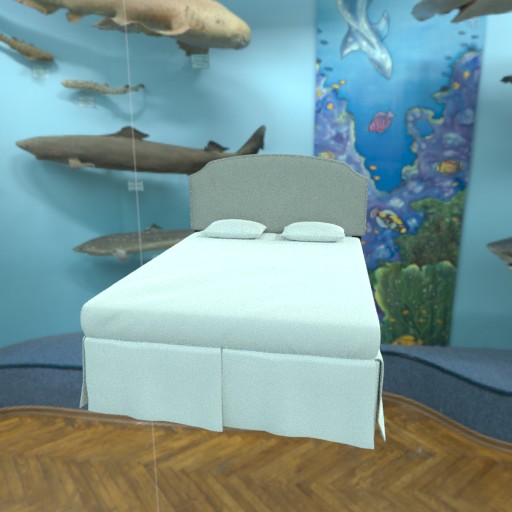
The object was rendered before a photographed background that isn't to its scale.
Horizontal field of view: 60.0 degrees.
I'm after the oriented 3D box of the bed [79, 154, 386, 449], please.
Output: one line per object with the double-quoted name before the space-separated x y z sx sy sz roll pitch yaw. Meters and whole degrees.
"bed" 0.000 0.000 2.937 1.558 1.270 1.999 3 15 10
